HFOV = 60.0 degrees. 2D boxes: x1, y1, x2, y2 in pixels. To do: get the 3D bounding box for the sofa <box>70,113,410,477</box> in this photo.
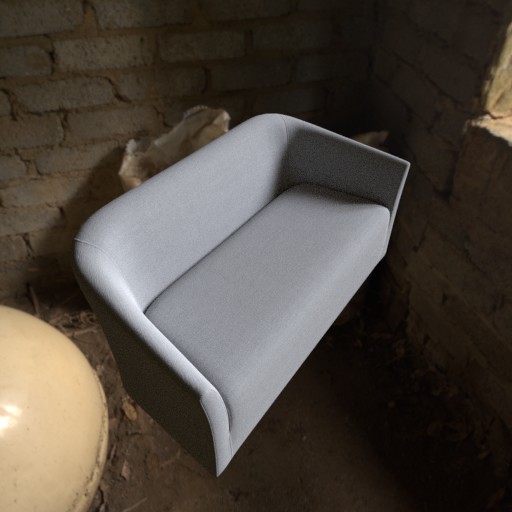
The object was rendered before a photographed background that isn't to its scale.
[{"bbox_3d":[0.000,0.000,1.853,0.705,0.721,1.452,25,48,26],"label":"sofa"}]
